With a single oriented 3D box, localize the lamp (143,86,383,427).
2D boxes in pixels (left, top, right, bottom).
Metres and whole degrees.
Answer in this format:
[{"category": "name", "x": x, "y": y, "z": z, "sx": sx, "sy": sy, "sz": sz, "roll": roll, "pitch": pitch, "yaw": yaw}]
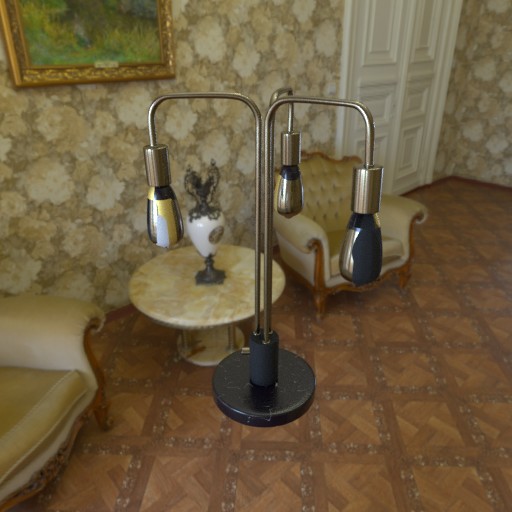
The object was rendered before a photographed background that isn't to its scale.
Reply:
[{"category": "lamp", "x": 0.000, "y": 0.000, "z": 0.799, "sx": 0.368, "sy": 0.560, "sz": 0.355, "roll": 1, "pitch": 25, "yaw": 2}]
